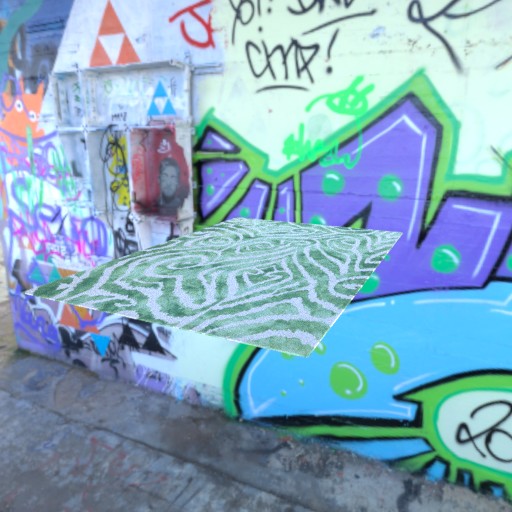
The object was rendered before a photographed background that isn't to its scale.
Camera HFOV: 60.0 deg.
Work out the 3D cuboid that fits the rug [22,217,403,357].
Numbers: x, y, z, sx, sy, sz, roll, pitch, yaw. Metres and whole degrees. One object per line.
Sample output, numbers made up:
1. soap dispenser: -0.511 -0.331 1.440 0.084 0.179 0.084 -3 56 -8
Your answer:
1. rug: 0.000 0.000 2.327 1.220 0.006 1.826 7 17 25
